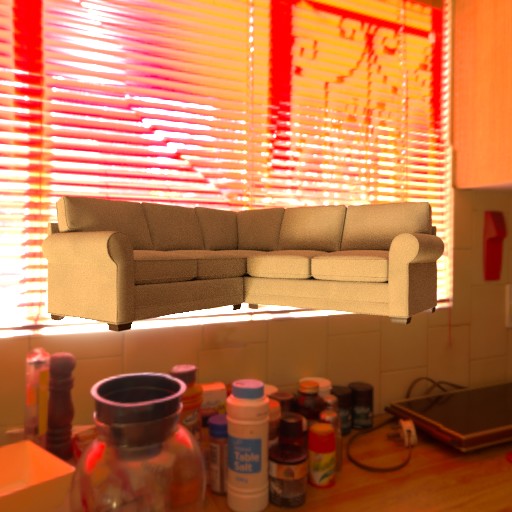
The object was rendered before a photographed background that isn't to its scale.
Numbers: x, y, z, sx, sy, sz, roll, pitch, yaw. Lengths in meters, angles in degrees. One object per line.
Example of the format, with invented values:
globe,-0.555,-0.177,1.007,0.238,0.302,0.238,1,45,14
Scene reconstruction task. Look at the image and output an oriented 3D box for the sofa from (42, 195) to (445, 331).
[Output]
sofa,0.000,0.000,3.814,2.562,1.053,2.487,1,1,36
